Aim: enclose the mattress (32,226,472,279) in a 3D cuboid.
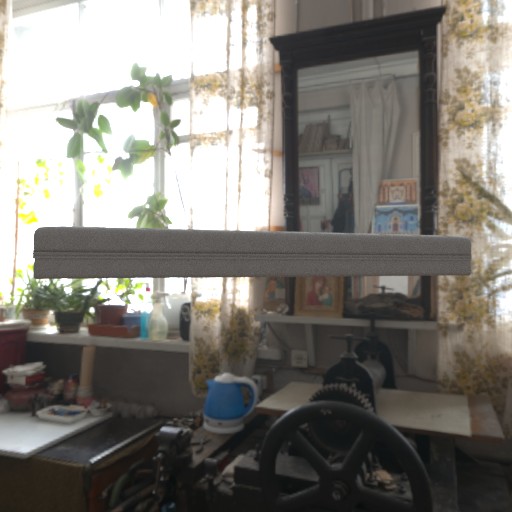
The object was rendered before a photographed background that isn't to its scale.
[{"bbox_3d":[0.000,0.000,2.339,2.000,0.200,0.900,0,-1,-18],"label":"mattress"}]
